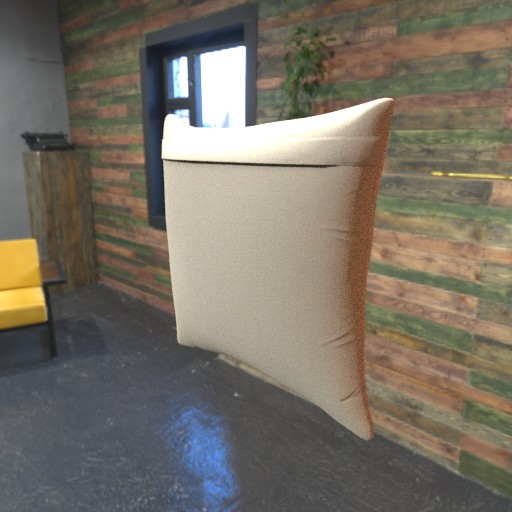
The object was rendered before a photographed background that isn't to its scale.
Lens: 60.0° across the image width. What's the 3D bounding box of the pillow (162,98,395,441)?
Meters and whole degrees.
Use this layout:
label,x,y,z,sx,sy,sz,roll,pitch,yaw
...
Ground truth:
label,x,y,z,sx,sy,sz,roll,pitch,yaw
pillow,0.000,0.000,0.638,0.405,0.406,0.173,14,20,43
